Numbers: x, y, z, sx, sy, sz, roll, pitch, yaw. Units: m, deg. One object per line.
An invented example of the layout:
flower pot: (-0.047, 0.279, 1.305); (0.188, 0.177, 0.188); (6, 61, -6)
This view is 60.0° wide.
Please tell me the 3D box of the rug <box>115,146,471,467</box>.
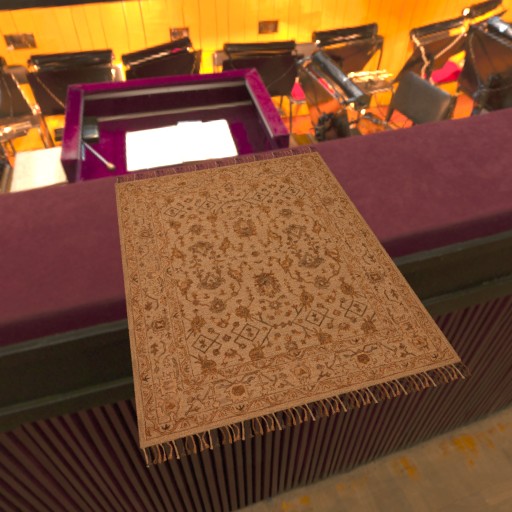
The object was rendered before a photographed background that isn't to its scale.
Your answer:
rug: (0.000, 0.000, 2.192); (1.278, 0.009, 1.726); (-11, 47, -11)
